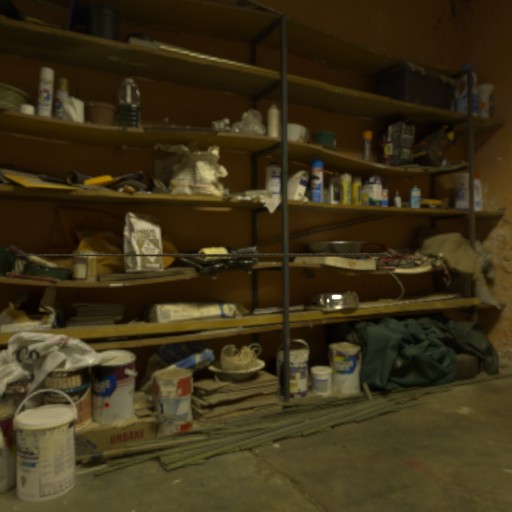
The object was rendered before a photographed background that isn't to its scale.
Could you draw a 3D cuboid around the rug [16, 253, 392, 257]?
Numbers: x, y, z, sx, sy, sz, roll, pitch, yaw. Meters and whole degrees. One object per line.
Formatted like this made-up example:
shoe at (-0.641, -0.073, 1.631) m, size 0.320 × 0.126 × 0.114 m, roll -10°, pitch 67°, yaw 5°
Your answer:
rug at (0.000, 0.000, 4.195) m, size 2.443 × 0.007 × 3.200 m, roll 0°, pitch 0°, yaw 18°
